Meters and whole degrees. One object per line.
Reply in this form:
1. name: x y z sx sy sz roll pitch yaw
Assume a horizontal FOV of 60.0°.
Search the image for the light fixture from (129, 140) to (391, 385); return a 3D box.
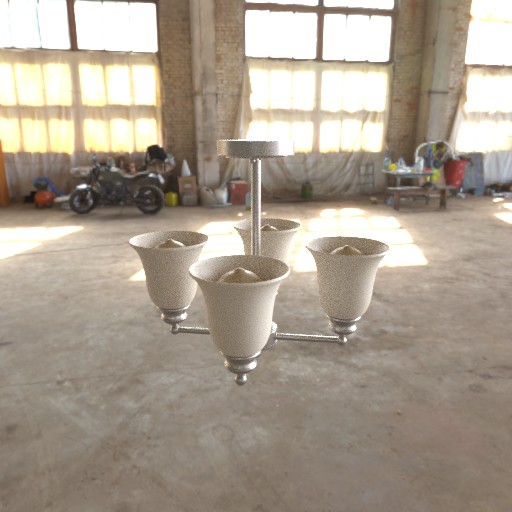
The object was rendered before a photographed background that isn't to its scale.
1. light fixture: 0.000 0.000 0.732 0.427 0.370 0.427 2 16 8
